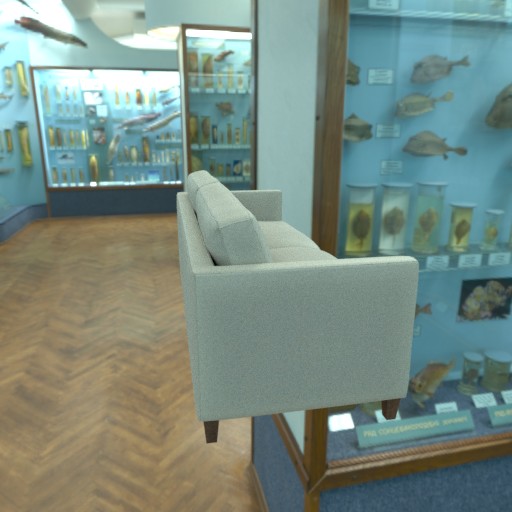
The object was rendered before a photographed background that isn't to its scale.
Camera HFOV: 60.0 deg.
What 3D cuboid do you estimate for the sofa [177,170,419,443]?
[{"bbox_3d":[0.000,0.000,2.872,0.951,0.968,2.361,-3,16,-11],"label":"sofa"}]
